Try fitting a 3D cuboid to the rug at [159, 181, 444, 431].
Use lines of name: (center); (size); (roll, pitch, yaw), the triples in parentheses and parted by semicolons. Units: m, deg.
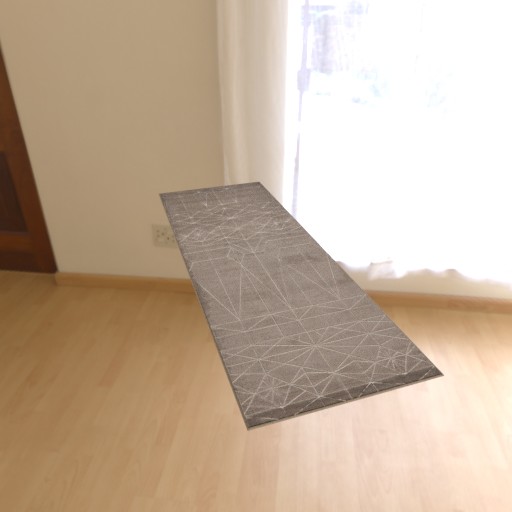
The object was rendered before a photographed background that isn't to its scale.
rug: (0.000, 0.000, 2.716); (0.864, 0.012, 2.388); (-10, 31, -16)
